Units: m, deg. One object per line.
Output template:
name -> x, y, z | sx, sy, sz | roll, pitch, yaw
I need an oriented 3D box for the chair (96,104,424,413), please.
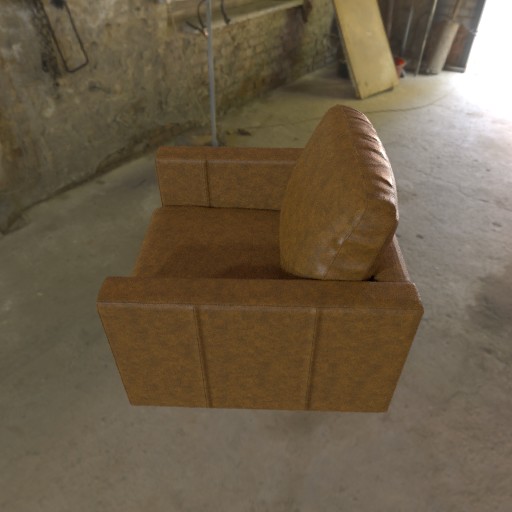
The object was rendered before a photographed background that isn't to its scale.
chair -> 0.000, 0.000, 1.632 | 0.909, 0.956, 0.890 | 1, 41, 1
